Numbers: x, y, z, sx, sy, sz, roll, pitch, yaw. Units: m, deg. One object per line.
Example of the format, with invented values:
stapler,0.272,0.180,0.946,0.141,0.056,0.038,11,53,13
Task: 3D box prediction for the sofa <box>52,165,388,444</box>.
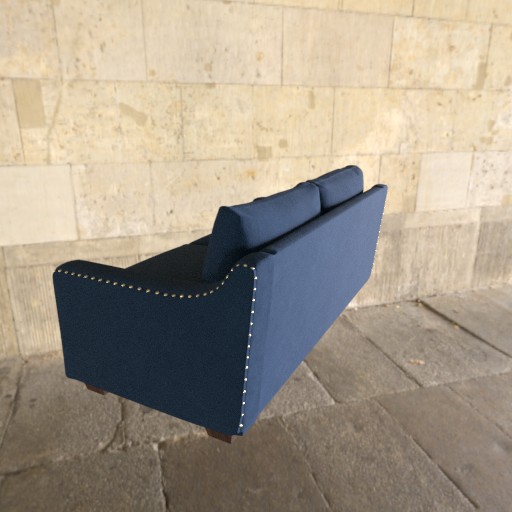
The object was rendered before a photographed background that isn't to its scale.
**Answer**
sofa,0.000,0.000,2.725,1.104,0.983,2.107,9,20,26
